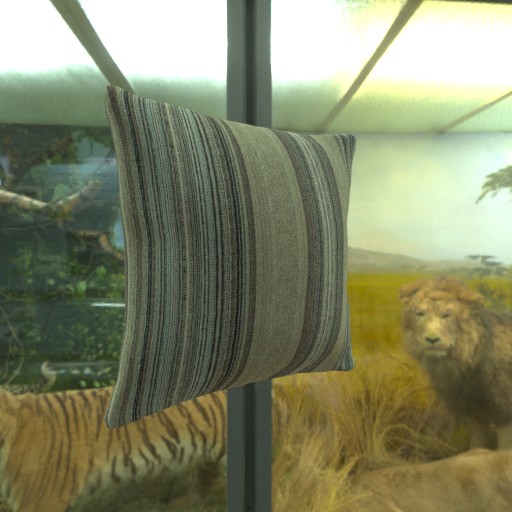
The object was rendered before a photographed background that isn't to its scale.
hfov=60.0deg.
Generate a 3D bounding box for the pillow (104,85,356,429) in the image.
[{"bbox_3d":[0.000,0.000,0.650,0.435,0.416,0.189,-1,2,-35],"label":"pillow"}]
